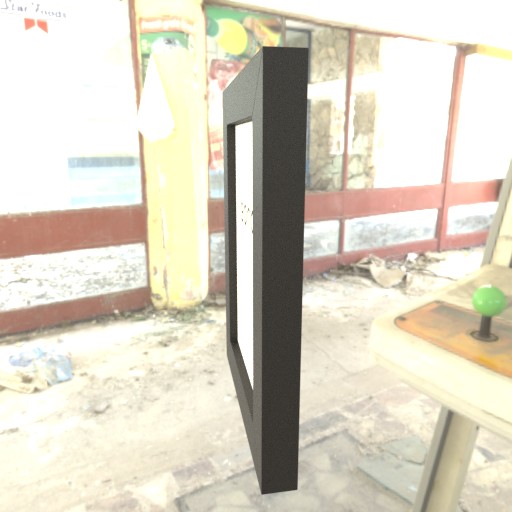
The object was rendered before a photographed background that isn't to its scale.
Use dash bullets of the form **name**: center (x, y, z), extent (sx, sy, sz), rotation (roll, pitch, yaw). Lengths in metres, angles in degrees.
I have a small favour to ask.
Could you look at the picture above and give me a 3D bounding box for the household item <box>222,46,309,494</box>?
- **household item**: center (0.000, 0.000, 0.233), extent (0.022, 0.178, 0.133), rotation (-2, 14, -10)
